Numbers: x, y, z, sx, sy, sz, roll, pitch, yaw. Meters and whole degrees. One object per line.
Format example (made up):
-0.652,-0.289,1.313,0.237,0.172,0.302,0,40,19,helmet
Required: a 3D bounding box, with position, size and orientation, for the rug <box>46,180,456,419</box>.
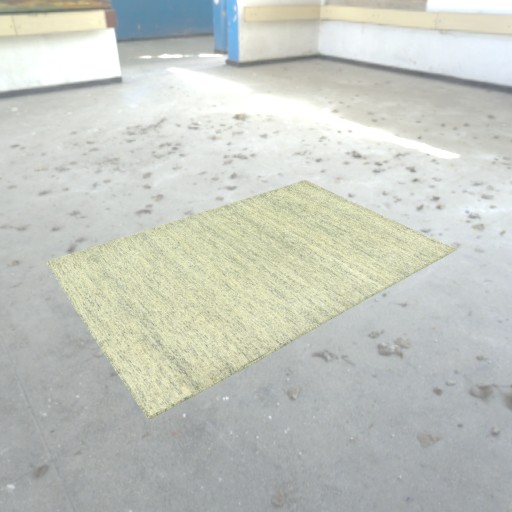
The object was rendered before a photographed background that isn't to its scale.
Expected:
0.000,0.000,2.384,1.846,0.014,1.243,-22,38,-31,rug
